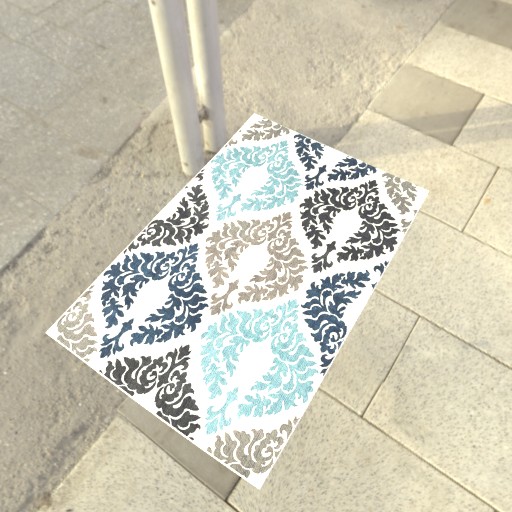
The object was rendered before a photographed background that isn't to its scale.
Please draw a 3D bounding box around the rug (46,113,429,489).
[{"bbox_3d":[0.000,0.000,2.907,1.514,0.014,2.275,29,63,16],"label":"rug"}]
